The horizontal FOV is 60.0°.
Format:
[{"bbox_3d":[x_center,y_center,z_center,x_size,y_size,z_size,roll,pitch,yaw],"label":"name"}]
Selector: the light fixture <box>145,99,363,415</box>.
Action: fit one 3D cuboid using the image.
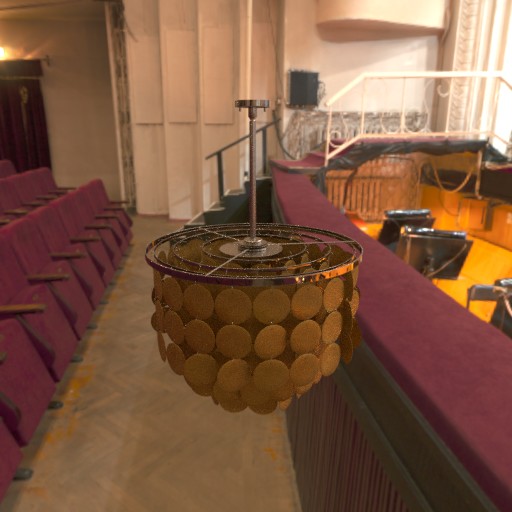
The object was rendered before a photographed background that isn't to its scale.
[{"bbox_3d":[0.000,0.000,0.743,0.368,0.492,0.368,0,16,0],"label":"light fixture"}]
